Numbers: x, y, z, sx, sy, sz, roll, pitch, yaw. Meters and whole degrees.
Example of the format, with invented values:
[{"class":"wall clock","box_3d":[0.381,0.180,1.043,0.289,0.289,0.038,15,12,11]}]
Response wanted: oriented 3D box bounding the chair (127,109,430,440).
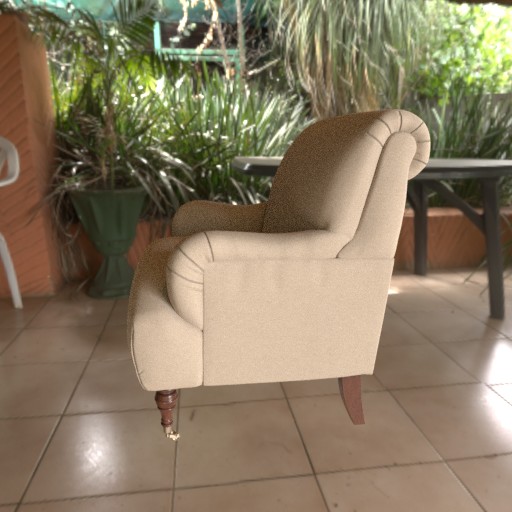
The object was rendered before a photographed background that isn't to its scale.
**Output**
[{"class":"chair","box_3d":[0.000,0.000,1.533,0.842,0.942,0.766,-2,14,-9]}]
